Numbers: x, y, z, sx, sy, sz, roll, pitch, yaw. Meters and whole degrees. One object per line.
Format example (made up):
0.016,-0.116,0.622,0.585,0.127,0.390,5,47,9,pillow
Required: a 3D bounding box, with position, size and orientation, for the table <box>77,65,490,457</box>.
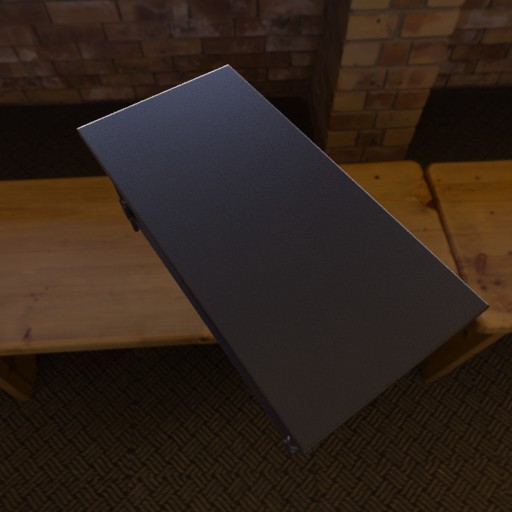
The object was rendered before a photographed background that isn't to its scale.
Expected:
0.000,0.000,1.396,0.550,0.510,1.107,-31,63,-18,table
